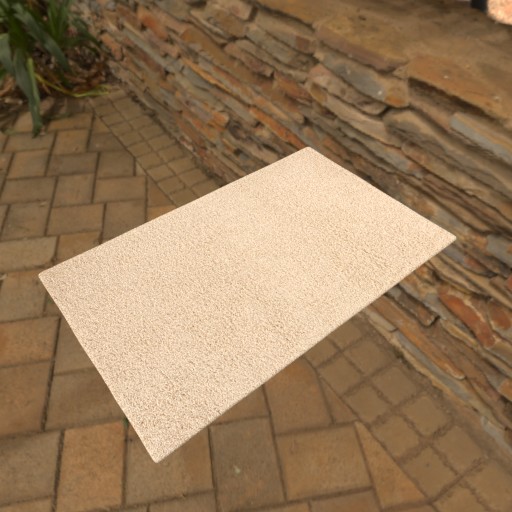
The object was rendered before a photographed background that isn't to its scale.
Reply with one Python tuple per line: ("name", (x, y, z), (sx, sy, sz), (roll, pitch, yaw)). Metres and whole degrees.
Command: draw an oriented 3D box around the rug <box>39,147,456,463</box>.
("rug", (0.000, 0.000, 3.018), (2.438, 0.030, 1.524), (-30, 53, -26))
